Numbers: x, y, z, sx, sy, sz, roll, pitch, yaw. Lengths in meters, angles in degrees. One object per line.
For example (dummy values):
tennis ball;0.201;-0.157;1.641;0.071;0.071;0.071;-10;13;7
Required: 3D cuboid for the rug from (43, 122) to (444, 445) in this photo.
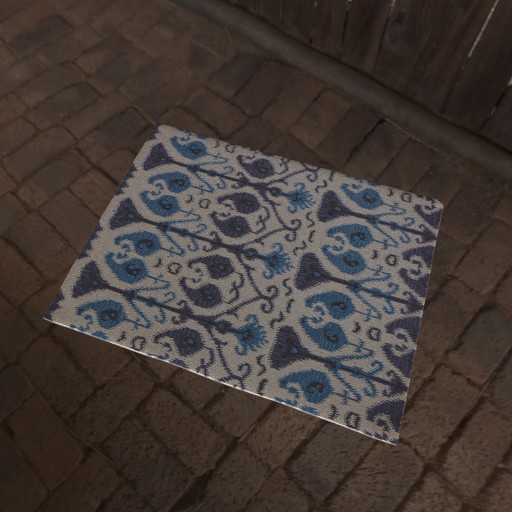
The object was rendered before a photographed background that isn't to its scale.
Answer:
rug;0.000;0.000;4.261;3.228;0.024;2.443;17;65;8
